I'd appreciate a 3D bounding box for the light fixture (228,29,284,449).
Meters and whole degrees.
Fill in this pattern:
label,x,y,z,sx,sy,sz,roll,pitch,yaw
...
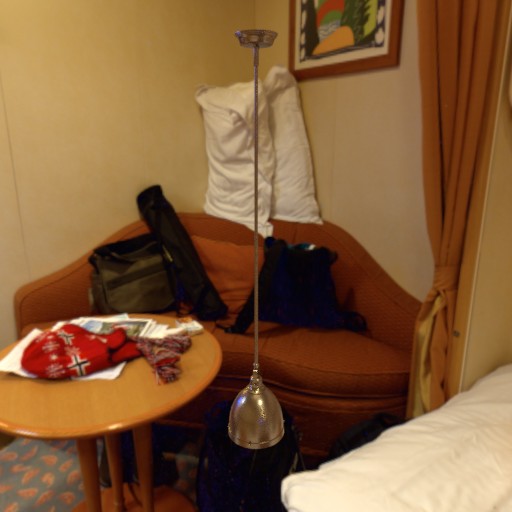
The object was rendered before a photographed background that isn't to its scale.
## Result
label,x,y,z,sx,sy,sz,roll,pitch,yaw
light fixture,0.000,0.000,1.497,0.211,1.367,0.217,2,15,9
